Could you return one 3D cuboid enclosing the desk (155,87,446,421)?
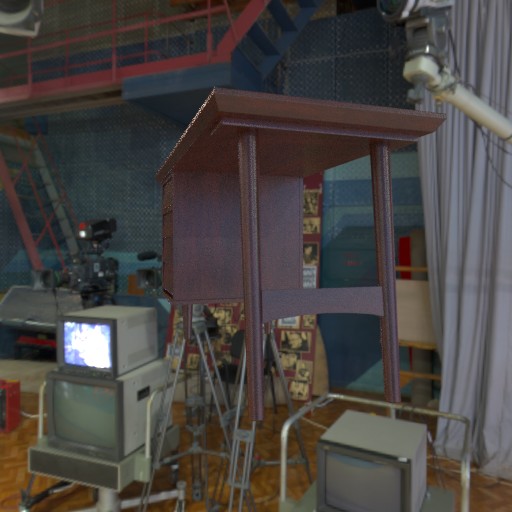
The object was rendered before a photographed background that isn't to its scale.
[{"bbox_3d":[0.000,0.000,1.662,0.612,0.758,1.277,0,1,-18],"label":"desk"}]
